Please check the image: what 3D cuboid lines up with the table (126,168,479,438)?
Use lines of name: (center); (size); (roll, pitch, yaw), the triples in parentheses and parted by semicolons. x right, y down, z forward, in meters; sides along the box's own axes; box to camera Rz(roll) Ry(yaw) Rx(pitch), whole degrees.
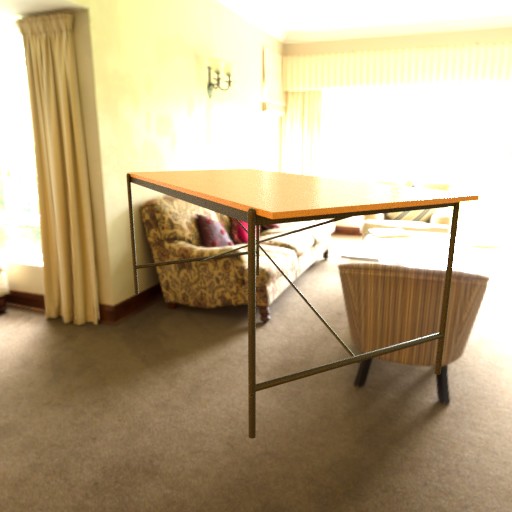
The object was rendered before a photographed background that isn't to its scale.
table: (0.000, 0.000, 2.254); (0.900, 0.758, 1.800); (-8, 16, -27)
